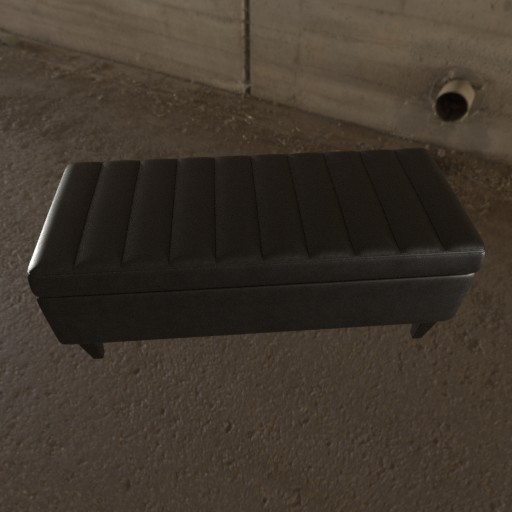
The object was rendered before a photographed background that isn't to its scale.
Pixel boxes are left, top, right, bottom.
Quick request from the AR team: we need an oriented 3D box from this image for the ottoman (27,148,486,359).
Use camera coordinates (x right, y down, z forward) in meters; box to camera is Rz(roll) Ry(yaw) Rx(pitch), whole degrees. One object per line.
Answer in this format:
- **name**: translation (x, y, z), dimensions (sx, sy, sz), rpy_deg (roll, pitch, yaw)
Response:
- **ottoman**: translation (0.000, 0.000, 1.386), dimensions (1.151, 0.469, 0.482), rpy_deg (-3, 47, -3)
